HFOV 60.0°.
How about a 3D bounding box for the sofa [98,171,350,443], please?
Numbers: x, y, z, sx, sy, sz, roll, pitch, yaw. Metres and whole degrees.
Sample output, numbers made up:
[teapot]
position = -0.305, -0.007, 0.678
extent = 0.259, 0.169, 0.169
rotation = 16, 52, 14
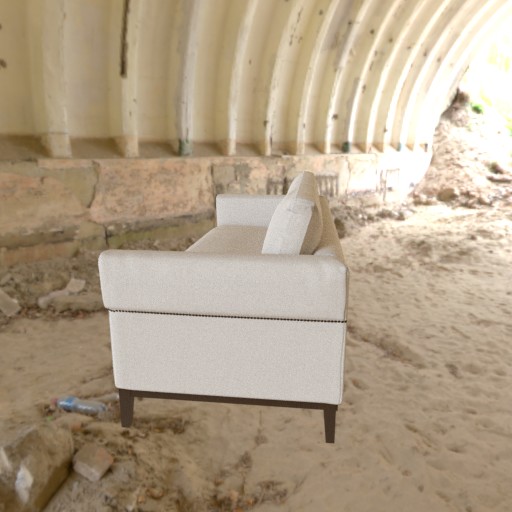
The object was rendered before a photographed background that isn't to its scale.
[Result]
[sofa]
position = 0.000, 0.000, 2.629
extent = 0.902, 0.911, 2.198
rotation = 2, 14, 7
